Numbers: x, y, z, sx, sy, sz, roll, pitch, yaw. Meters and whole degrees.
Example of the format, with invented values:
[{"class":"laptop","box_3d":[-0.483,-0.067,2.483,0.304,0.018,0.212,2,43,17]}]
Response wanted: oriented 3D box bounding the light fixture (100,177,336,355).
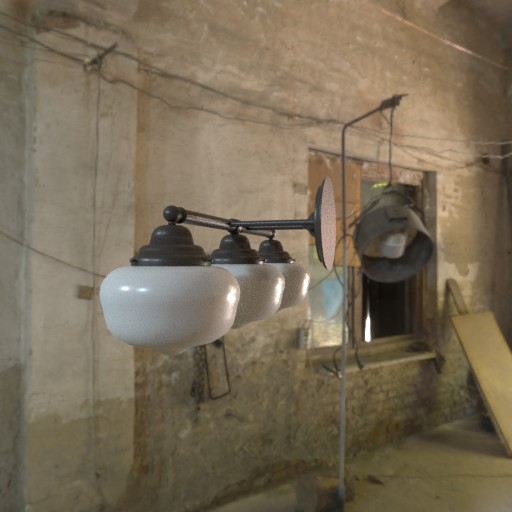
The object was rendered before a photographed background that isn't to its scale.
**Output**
[{"class":"light fixture","box_3d":[0.000,0.000,0.723,0.239,0.242,0.587,0,0,18]}]
